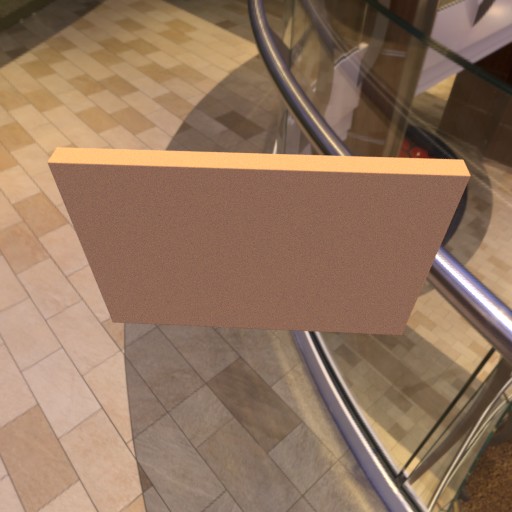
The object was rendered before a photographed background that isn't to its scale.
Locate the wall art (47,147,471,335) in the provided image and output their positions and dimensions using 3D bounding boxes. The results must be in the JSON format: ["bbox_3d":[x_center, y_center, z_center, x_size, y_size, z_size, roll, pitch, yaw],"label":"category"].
[{"bbox_3d":[0.000,0.000,0.800,0.609,0.407,0.039,2,47,2],"label":"wall art"}]
